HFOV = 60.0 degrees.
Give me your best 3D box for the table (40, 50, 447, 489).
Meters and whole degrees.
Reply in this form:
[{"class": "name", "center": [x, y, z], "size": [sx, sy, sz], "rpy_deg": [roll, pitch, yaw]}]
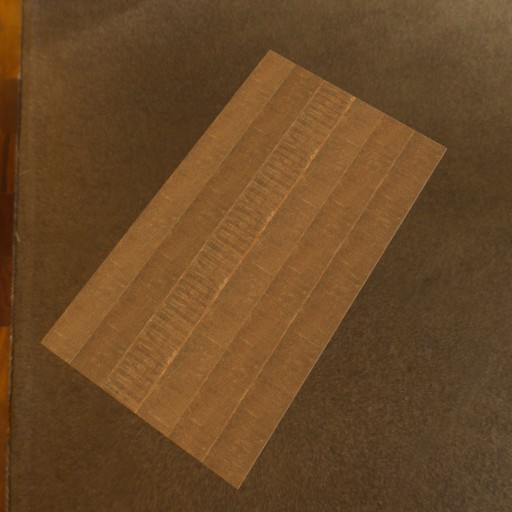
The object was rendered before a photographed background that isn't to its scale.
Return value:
[{"class": "table", "center": [0.000, 0.000, 1.786], "size": [0.800, 0.440, 1.400], "rpy_deg": [33, 77, 8]}]
